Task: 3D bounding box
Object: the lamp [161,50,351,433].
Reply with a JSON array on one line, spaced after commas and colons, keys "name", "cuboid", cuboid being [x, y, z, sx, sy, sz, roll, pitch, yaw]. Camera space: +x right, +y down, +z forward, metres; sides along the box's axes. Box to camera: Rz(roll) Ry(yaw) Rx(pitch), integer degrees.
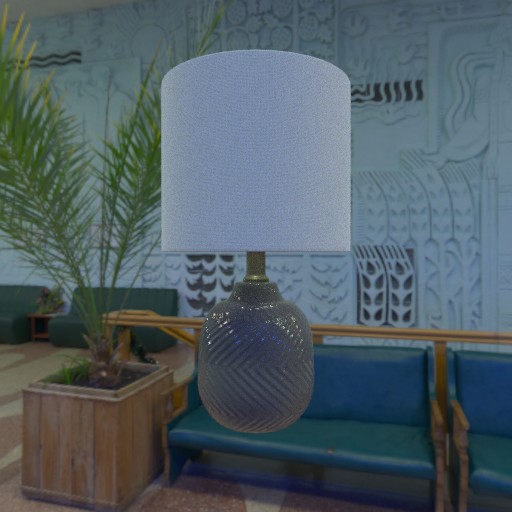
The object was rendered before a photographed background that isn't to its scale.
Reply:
[{"name": "lamp", "cuboid": [0.000, 0.000, 0.496, 0.207, 0.366, 0.207, 0, 0, 18]}]
